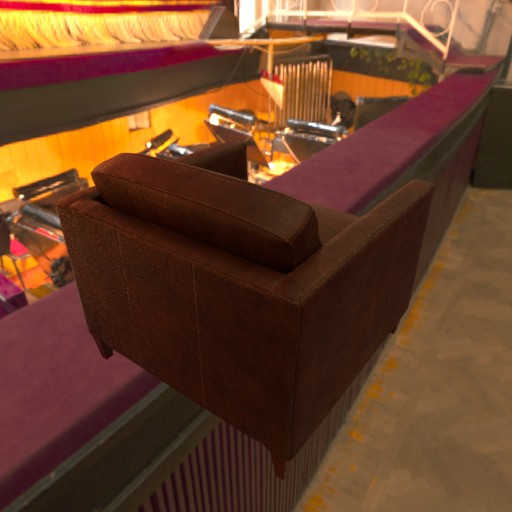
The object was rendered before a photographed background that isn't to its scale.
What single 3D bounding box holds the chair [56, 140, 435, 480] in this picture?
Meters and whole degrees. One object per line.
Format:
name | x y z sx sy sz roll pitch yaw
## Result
chair | 0.000 0.000 1.714 0.990 0.864 0.975 21 36 32
